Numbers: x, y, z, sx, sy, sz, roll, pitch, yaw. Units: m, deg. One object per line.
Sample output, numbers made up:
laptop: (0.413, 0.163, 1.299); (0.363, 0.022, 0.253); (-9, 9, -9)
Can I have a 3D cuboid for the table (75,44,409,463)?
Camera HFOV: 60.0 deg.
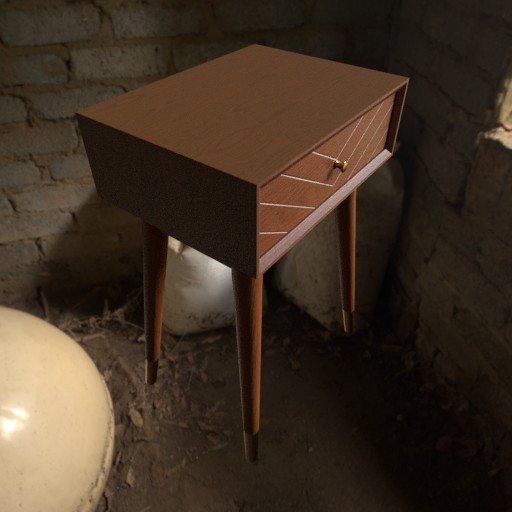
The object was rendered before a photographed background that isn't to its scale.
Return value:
table: (0.000, 0.000, 0.816); (0.300, 0.599, 0.406); (26, 47, 27)
